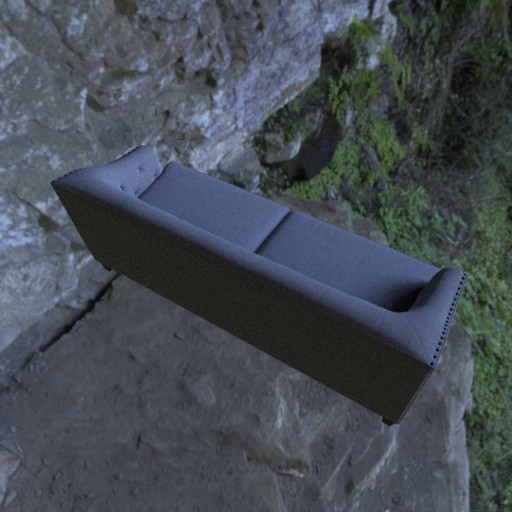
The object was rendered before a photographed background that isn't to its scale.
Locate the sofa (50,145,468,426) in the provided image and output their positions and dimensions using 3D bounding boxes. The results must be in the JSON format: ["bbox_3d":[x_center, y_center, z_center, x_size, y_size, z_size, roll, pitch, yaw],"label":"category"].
[{"bbox_3d":[0.000,0.000,2.694,2.235,0.901,0.914,25,52,21],"label":"sofa"}]
